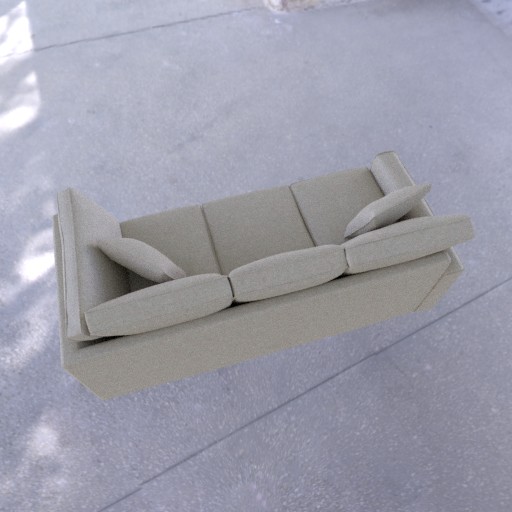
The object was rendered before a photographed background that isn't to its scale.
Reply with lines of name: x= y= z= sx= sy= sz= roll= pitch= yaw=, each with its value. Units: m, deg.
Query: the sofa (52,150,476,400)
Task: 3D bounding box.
sofa: x=0.000 y=0.000 z=2.848 sx=2.317 sy=0.962 sz=1.061 roll=-14 pitch=60 yaw=-8
